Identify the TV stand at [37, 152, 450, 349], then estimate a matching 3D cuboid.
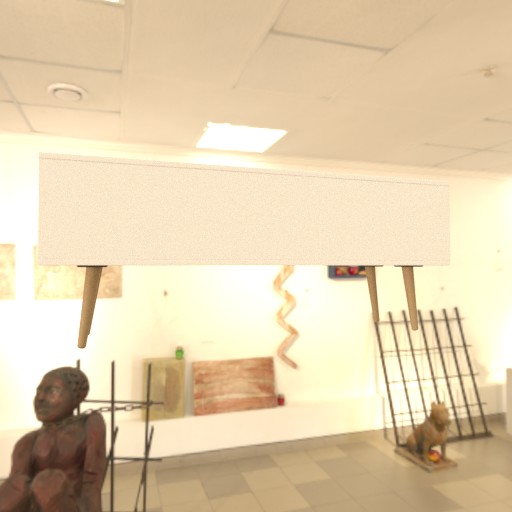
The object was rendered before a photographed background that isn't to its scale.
[{"bbox_3d":[0.000,0.000,1.628,1.398,0.560,0.401,0,-1,-18],"label":"TV stand"}]
